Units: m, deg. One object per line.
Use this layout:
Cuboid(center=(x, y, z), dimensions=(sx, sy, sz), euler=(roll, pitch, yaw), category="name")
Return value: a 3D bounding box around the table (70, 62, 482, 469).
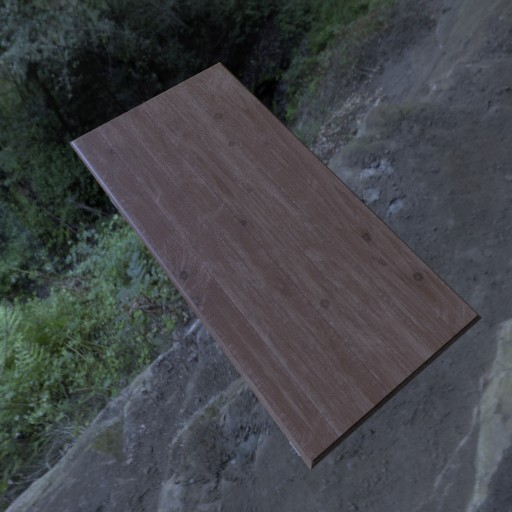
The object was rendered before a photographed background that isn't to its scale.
Cuboid(center=(0.000, 0.000, 1.414), dimensions=(0.559, 0.458, 1.118), euler=(-35, 69, -15), category="table")
